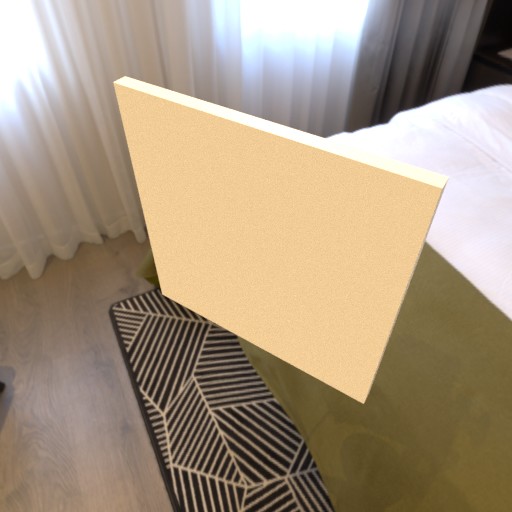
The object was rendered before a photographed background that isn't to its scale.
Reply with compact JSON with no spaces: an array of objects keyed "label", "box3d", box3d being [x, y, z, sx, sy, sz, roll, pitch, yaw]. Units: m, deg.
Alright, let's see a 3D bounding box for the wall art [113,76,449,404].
[{"label":"wall art","box3d":[0.000,0.000,0.854,0.559,0.559,0.028,24,50,22]}]
